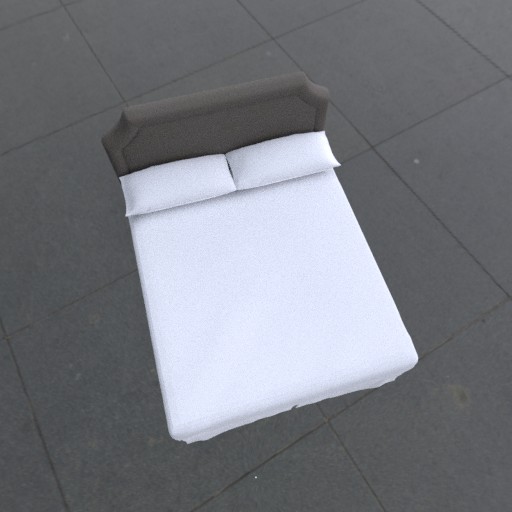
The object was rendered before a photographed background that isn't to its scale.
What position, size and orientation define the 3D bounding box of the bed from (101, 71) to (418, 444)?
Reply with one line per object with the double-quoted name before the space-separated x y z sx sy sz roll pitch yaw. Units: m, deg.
"bed" 0.000 0.000 3.908 2.194 1.561 2.536 -14 64 -7
